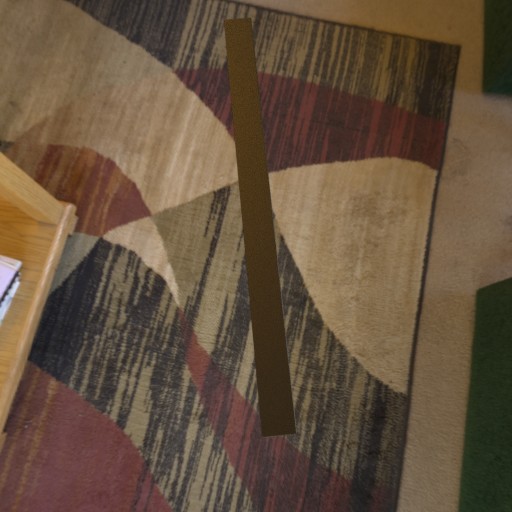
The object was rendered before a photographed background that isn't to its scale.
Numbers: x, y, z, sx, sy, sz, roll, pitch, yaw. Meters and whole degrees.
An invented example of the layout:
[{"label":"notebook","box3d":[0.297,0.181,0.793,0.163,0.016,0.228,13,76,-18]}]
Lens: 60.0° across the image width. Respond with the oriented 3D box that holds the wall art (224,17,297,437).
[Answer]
[{"label":"wall art","box3d":[0.000,0.000,0.757,0.036,0.508,0.508,-5,76,-1]}]
